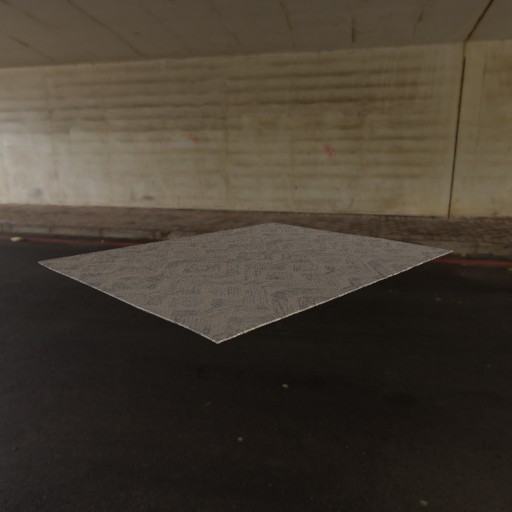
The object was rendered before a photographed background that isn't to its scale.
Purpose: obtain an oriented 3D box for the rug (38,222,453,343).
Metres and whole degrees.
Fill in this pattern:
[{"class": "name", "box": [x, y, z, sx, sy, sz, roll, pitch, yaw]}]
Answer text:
[{"class": "rug", "box": [0.000, 0.000, 4.135, 2.430, 0.030, 3.054, 13, 19, 43]}]
